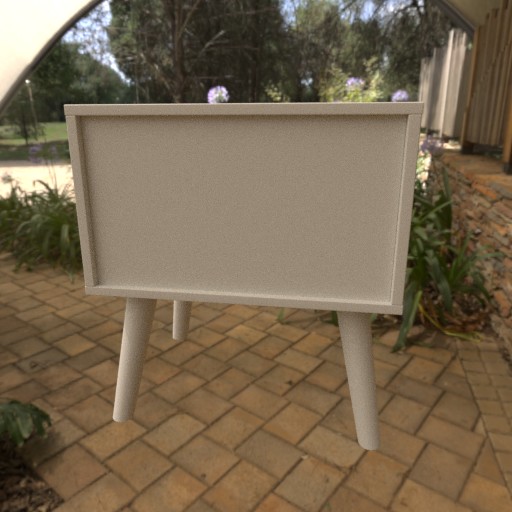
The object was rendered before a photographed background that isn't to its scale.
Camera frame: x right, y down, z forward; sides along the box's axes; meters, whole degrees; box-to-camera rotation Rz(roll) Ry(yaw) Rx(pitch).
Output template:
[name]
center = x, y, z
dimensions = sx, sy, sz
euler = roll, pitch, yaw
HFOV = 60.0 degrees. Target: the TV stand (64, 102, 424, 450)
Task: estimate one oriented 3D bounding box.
[TV stand]
center = 0.000, 0.000, 0.884
dimensions = 0.508, 0.559, 0.405
euler = 3, 17, 9
